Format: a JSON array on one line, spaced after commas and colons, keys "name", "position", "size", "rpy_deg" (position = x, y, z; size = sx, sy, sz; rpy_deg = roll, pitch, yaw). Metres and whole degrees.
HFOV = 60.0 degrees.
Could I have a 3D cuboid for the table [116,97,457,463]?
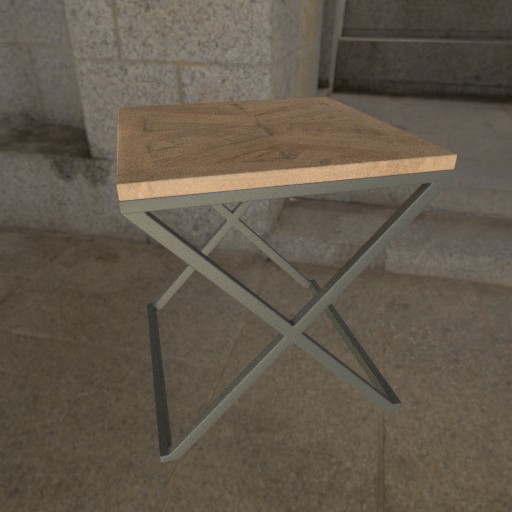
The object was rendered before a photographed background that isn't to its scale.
[{"name": "table", "position": [0.000, 0.000, 0.952], "size": [0.498, 0.550, 0.499], "rpy_deg": [-7, 30, -13]}]
